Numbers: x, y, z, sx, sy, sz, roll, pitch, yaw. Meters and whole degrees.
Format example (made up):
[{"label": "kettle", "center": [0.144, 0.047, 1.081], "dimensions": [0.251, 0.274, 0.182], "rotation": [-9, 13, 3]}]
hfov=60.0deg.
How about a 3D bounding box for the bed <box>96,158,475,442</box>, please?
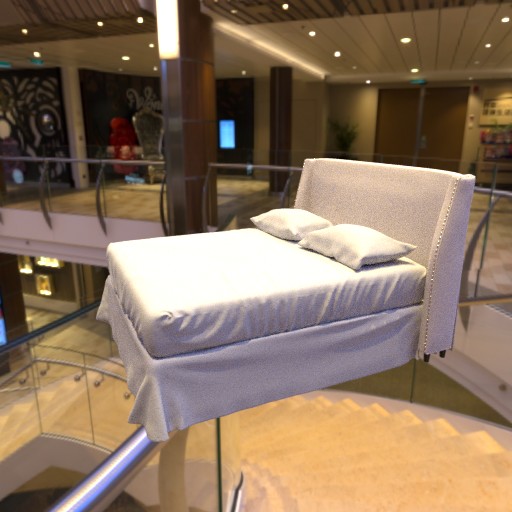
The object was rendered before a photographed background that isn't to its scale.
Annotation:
[{"label": "bed", "center": [0.000, 0.000, 3.393], "dimensions": [2.276, 1.332, 1.925], "rotation": [-7, 18, -24]}]
